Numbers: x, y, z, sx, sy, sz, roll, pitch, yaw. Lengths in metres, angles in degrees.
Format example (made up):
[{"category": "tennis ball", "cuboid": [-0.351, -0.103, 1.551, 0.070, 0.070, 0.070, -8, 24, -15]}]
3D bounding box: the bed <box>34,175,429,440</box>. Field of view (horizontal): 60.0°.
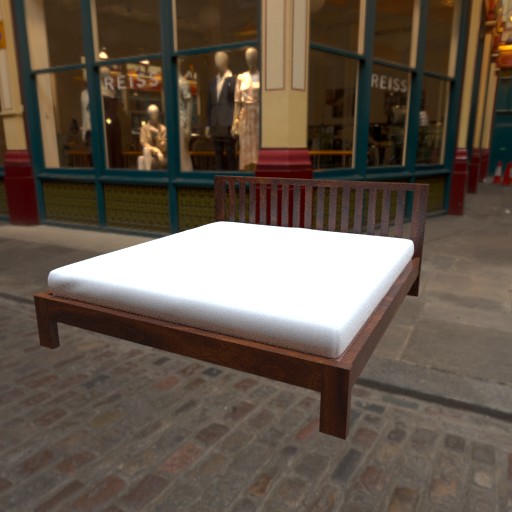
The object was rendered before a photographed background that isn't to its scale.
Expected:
[{"category": "bed", "cuboid": [0.000, 0.000, 3.032, 1.905, 0.890, 2.030, 7, 16, 27]}]
